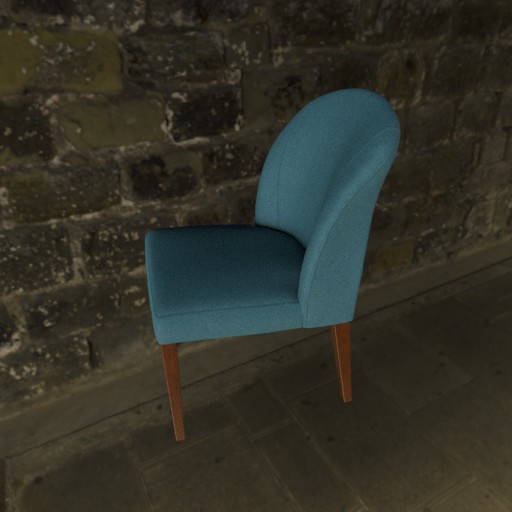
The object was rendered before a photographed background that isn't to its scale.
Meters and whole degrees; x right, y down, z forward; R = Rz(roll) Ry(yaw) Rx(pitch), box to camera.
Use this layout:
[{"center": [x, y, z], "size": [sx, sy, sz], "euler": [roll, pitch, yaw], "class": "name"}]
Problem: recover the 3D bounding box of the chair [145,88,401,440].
[{"center": [0.000, 0.000, 1.279], "size": [0.620, 0.879, 0.507], "euler": [-7, 31, -13], "class": "chair"}]
